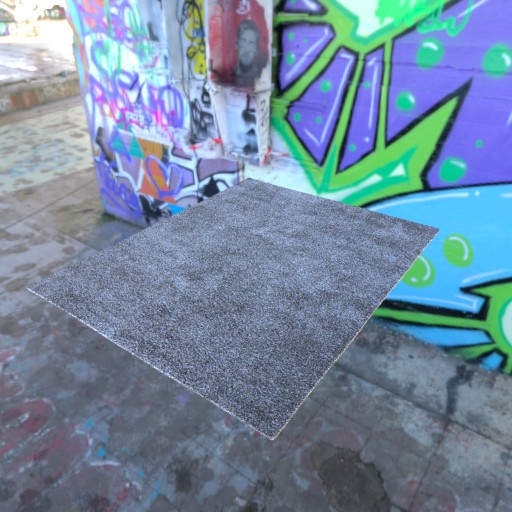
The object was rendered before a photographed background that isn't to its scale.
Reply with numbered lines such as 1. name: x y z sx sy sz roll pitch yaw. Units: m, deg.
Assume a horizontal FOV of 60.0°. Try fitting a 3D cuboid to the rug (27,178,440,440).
1. rug: 0.000 0.000 4.018 2.401 0.025 3.000 21 37 30
